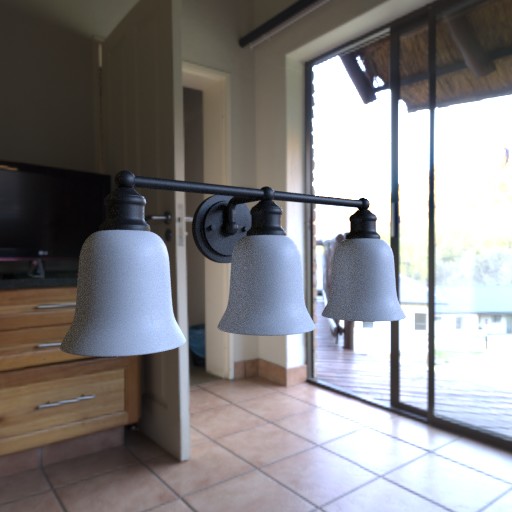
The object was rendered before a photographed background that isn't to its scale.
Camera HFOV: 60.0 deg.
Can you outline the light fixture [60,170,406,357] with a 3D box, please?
[{"bbox_3d":[0.000,0.000,0.680,0.570,0.211,0.198,0,0,-35],"label":"light fixture"}]
